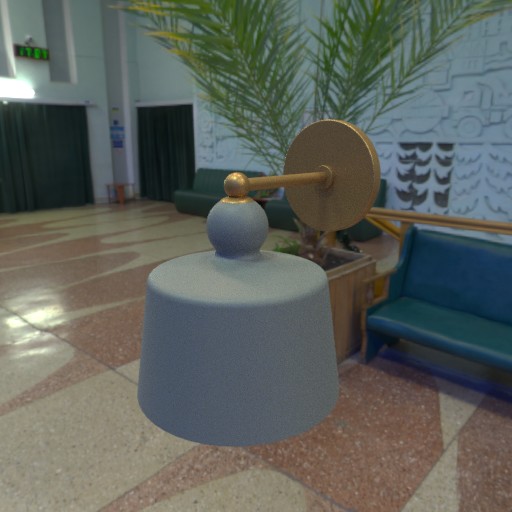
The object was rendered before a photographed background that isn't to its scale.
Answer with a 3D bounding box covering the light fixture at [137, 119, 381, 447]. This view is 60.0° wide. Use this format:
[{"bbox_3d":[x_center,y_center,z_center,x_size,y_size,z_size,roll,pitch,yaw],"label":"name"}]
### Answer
[{"bbox_3d":[0.000,0.000,0.443,0.204,0.268,0.254,14,20,42],"label":"light fixture"}]
